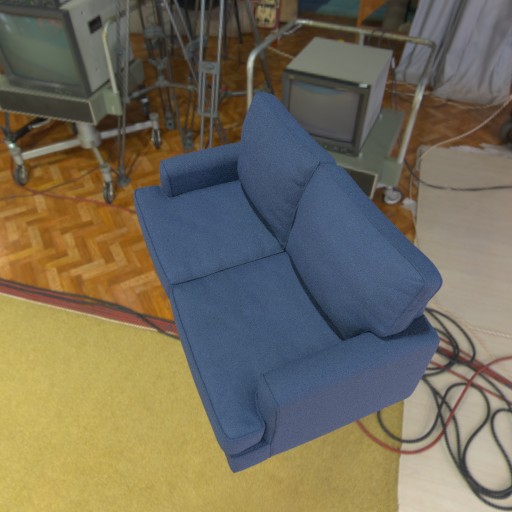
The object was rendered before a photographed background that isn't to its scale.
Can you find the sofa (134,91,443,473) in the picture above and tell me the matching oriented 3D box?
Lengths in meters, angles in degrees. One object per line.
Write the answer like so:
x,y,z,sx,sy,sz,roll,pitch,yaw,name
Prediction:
0.000,0.000,2.227,0.965,0.965,1.651,-17,49,-15,sofa
